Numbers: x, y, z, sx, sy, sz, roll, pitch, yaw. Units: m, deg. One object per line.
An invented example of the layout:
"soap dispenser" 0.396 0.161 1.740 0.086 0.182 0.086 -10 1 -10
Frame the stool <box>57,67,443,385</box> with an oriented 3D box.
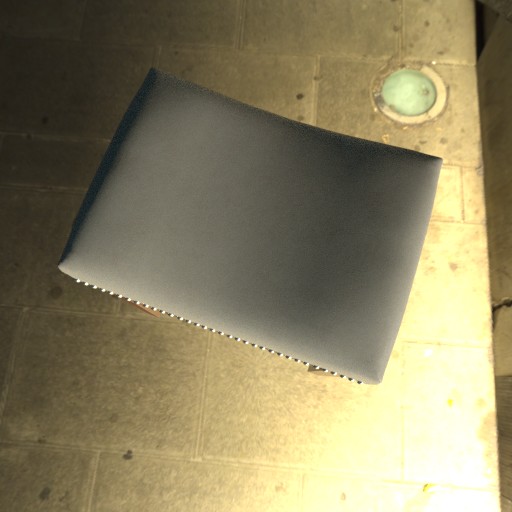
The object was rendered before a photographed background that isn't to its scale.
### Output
"stool" 0.000 0.000 0.947 0.509 0.632 0.375 19 77 5
